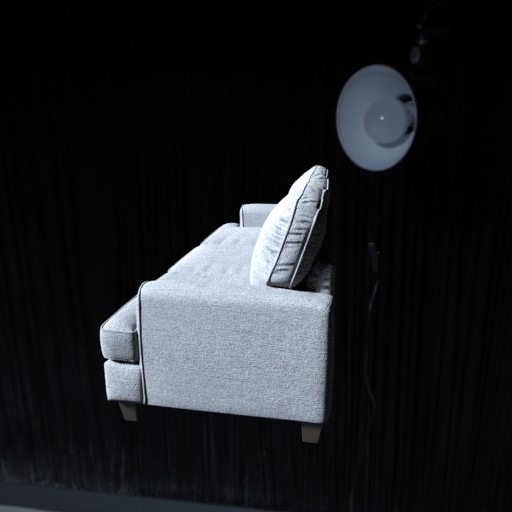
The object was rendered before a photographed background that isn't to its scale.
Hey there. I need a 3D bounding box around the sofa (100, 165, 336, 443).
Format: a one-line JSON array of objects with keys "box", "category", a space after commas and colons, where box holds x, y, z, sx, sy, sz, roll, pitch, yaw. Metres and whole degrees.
[{"box": [0.000, 0.000, 2.696, 0.951, 0.965, 2.158, 3, 16, 9], "category": "sofa"}]
